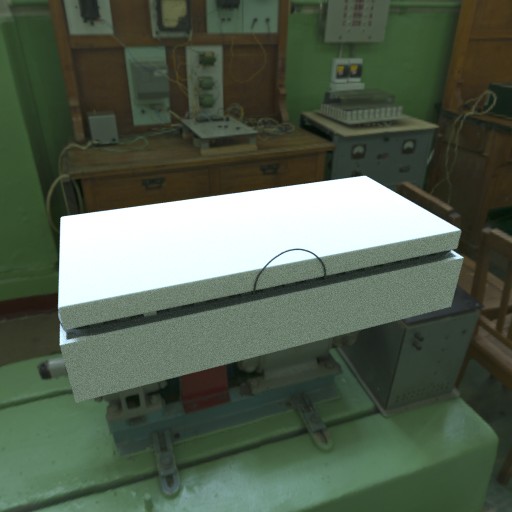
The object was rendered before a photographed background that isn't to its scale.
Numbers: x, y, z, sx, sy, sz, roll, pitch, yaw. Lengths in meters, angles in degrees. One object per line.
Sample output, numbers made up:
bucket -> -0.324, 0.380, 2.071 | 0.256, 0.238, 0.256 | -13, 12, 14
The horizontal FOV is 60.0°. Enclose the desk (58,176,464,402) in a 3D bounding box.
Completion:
desk -> 0.000, 0.000, 2.329 | 1.900, 0.526, 0.900 | -10, 31, -18
